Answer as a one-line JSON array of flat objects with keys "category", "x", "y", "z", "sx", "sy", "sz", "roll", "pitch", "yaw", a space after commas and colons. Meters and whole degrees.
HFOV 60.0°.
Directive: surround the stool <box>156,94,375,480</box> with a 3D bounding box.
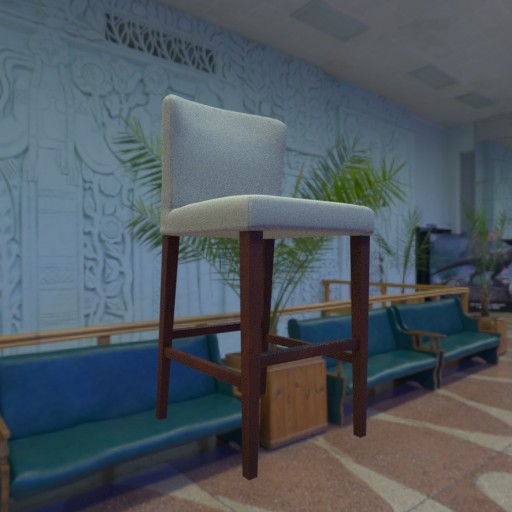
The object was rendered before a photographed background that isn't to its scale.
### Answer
[{"category": "stool", "x": 0.000, "y": 0.000, "z": 1.389, "sx": 0.479, "sy": 1.069, "sz": 0.568, "roll": 0, "pitch": 0, "yaw": -37}]
